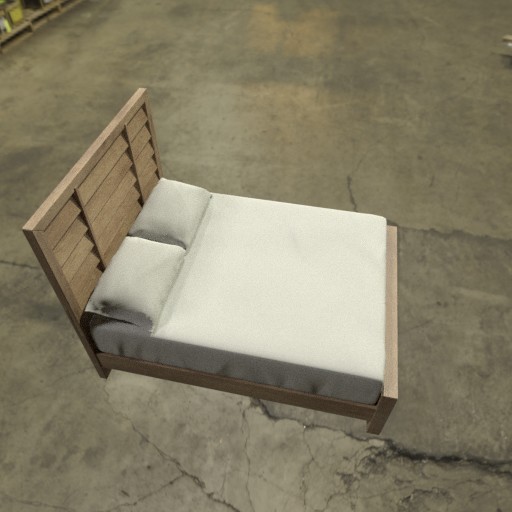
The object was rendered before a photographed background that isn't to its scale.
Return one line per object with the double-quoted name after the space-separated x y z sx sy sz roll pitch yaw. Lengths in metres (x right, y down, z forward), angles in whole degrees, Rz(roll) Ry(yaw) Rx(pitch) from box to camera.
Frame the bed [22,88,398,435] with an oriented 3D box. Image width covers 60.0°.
0.000 0.000 3.320 2.197 1.626 1.626 9 48 8 "bed"
